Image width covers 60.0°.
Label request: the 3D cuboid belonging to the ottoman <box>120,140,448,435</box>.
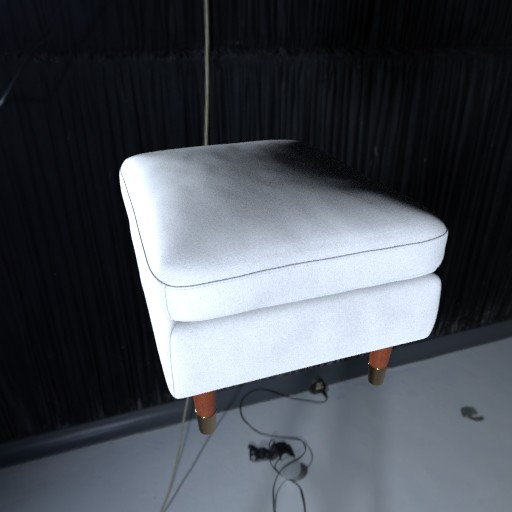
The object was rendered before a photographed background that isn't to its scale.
[{"bbox_3d":[0.000,0.000,1.130,0.593,0.478,0.747,-10,29,-17],"label":"ottoman"}]
